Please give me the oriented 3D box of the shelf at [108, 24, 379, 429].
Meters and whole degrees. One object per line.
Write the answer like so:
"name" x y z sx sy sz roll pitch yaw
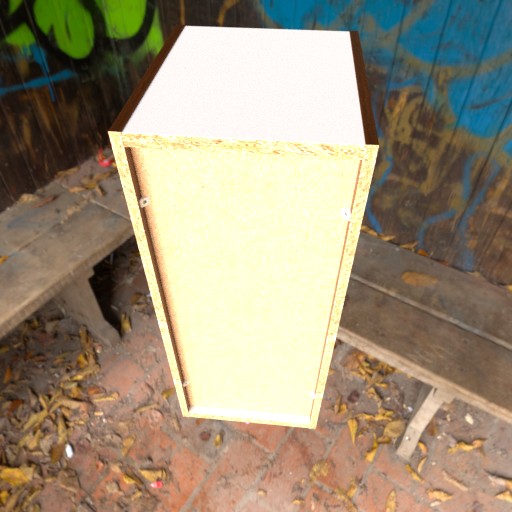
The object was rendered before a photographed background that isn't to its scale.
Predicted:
"shelf" 0.000 0.000 0.721 0.253 0.600 0.290 4 46 4
